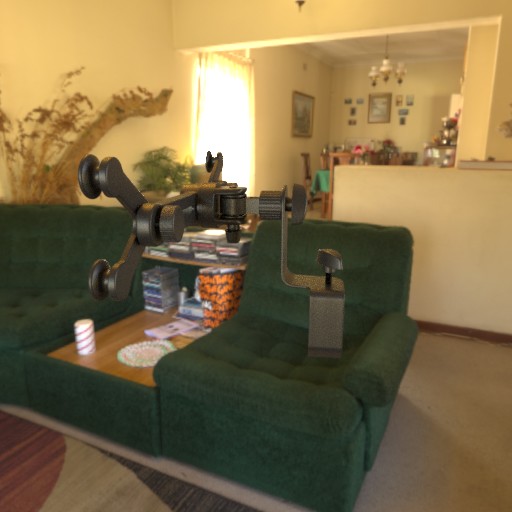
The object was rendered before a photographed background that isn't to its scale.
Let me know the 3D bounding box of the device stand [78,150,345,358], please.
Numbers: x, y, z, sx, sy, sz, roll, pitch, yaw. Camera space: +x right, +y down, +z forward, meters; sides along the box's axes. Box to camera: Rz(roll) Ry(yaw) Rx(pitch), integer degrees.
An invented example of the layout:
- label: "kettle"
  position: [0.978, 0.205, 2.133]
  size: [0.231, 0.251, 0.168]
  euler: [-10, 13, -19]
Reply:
- label: "device stand"
  position: [0.000, 0.000, 0.361]
  size: [0.142, 0.166, 0.270]
  euler: [2, 14, 9]
